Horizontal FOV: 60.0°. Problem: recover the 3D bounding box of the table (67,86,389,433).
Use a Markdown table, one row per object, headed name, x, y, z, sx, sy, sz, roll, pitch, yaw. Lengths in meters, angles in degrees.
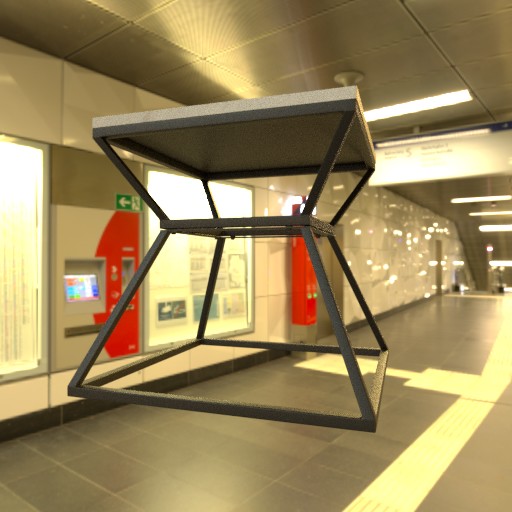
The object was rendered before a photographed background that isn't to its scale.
| name | x | y | z | sx | sy | sz | roll | pitch | yaw |
| --- | --- | --- | --- | --- | --- | --- | --- | --- | --- |
| table | 0.000 | 0.000 | 0.820 | 0.455 | 0.431 | 0.455 | 0 | -1 | 19 |
